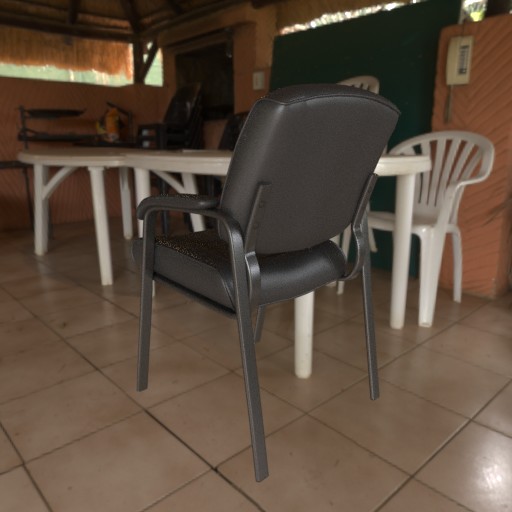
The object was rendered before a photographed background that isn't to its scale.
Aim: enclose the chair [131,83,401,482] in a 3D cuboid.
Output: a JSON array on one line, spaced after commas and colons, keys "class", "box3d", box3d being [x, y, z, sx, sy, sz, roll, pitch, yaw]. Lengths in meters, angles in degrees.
[{"class": "chair", "box3d": [0.000, 0.000, 1.322, 0.591, 0.910, 0.668, -13, 19, -42]}]
